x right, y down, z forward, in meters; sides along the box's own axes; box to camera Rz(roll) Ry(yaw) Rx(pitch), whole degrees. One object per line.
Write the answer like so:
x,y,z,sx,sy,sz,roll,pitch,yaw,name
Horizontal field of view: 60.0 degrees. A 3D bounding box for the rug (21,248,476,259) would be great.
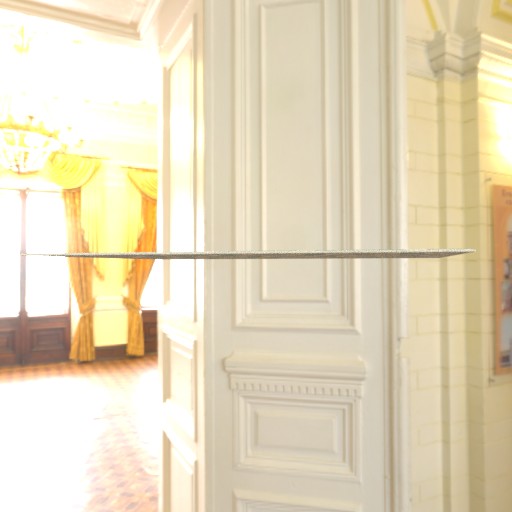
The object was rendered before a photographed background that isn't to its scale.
0.000,0.000,2.983,2.443,0.015,1.528,0,-1,17,rug
